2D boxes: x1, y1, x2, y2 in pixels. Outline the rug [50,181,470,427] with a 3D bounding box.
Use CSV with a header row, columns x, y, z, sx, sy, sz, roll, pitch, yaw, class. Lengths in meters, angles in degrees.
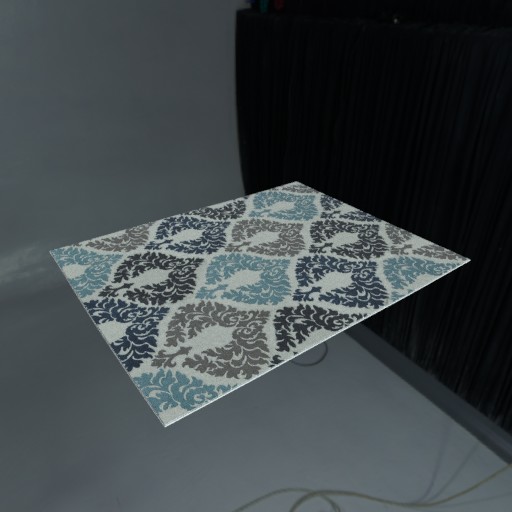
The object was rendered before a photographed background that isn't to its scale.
x,y,z,sx,sy,sz,roll,pitch,yaw,class
0.000,0.000,4.063,3.040,0.014,2.423,-20,36,-31,rug
